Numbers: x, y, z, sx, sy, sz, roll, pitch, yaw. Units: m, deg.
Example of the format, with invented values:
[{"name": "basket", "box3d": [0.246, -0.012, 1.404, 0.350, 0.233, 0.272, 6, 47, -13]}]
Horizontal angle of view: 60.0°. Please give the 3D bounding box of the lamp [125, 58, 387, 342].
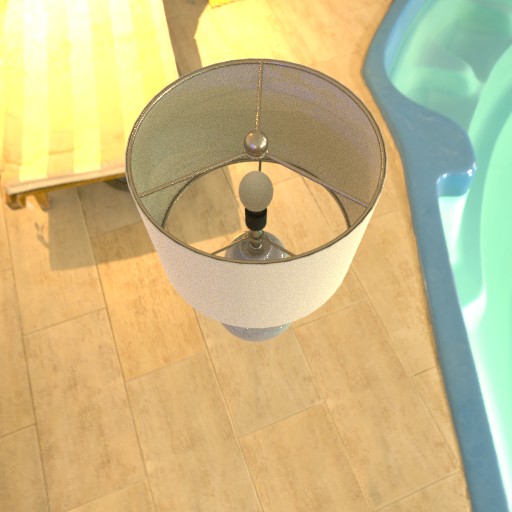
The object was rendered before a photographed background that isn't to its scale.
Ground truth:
[{"name": "lamp", "box3d": [0.000, 0.000, 0.925, 0.367, 0.730, 0.367, -14, 64, -7]}]
